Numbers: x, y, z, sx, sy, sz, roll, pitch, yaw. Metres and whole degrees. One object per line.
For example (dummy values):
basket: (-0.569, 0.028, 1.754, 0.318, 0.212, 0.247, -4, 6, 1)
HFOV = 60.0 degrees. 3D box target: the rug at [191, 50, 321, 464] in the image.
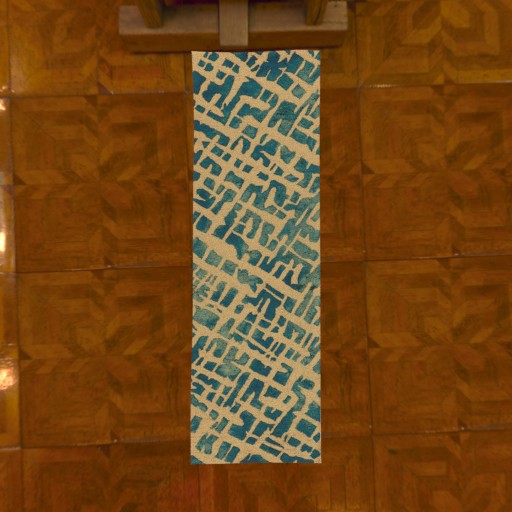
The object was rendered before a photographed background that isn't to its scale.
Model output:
rug: (0.000, 0.000, 2.622, 0.768, 0.011, 2.446, 0, 90, -1)
